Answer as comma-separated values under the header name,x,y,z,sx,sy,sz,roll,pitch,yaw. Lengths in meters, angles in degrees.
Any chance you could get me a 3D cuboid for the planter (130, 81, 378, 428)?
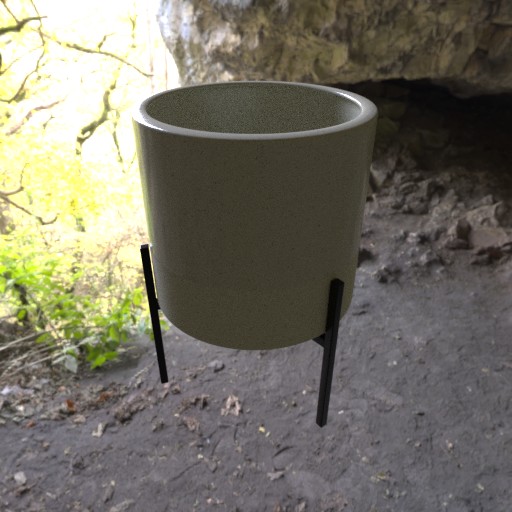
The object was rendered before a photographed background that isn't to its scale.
name,x,y,z,sx,sy,sz,roll,pitch,yaw
planter,0.000,0.000,0.341,0.152,0.230,0.159,10,33,16
